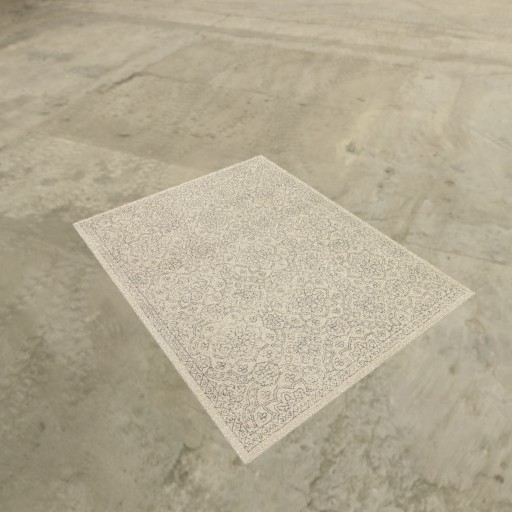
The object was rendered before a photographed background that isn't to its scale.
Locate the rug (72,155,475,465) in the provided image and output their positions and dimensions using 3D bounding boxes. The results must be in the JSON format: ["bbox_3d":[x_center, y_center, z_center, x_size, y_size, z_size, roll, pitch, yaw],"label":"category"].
[{"bbox_3d":[0.000,0.000,4.182,2.441,0.015,3.050,-26,48,-27],"label":"rug"}]
